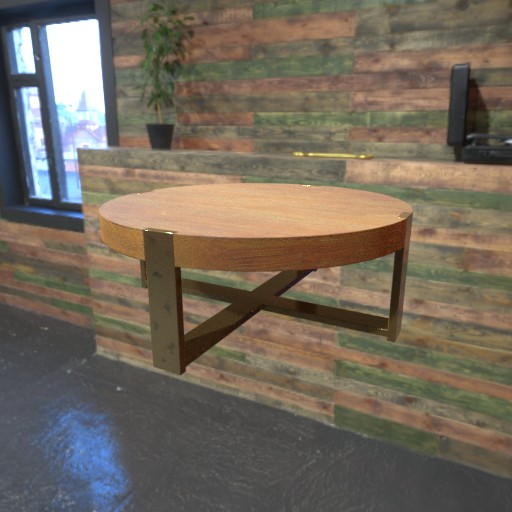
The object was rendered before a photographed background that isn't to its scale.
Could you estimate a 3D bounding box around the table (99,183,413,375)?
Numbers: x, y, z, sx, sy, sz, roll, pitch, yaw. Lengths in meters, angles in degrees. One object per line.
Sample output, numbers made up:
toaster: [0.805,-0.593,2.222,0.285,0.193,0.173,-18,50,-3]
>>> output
table: [0.000,0.000,1.703,1.100,0.420,1.100,0,16,0]
